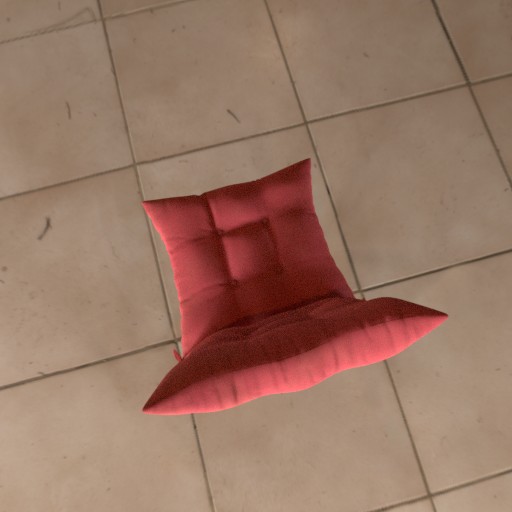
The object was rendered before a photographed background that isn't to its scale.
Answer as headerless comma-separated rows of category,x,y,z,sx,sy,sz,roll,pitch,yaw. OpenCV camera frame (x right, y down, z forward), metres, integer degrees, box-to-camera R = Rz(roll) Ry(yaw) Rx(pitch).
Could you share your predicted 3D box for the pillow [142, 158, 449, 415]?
pillow,0.000,0.000,1.000,0.541,0.536,0.585,-16,77,-4
